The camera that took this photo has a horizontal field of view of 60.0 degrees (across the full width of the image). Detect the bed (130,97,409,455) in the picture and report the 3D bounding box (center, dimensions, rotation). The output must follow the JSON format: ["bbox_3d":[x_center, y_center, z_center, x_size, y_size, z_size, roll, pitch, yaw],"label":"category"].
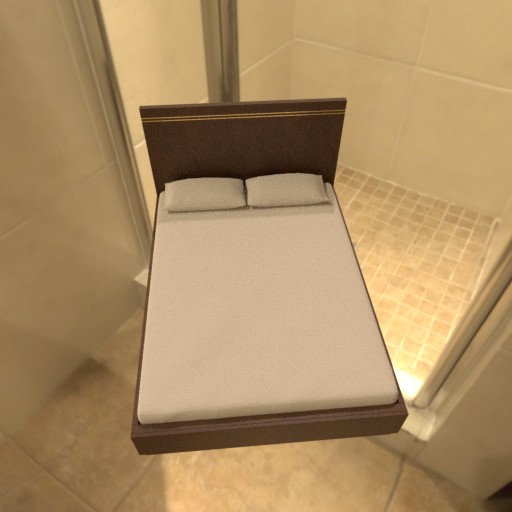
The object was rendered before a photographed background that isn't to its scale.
[{"bbox_3d":[0.000,0.000,3.127,1.613,1.169,2.221,-4,47,-3],"label":"bed"}]
